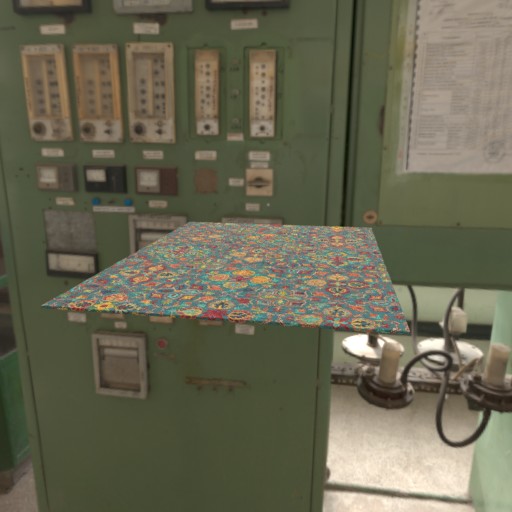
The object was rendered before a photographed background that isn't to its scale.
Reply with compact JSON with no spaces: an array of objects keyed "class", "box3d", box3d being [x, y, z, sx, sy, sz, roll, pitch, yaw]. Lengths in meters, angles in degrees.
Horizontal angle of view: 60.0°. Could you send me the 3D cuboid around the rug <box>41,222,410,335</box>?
[{"class":"rug","box3d":[0.000,0.000,4.352,2.434,0.025,3.204,3,15,10]}]
